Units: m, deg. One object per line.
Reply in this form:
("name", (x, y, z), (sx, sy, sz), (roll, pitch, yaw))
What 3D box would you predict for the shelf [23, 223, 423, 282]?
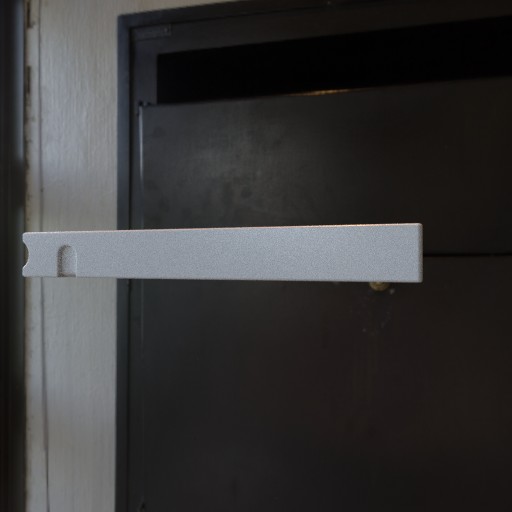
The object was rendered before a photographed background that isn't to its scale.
("shelf", (0.000, 0.000, 0.445), (0.296, 0.035, 0.296), (0, -1, 17))
